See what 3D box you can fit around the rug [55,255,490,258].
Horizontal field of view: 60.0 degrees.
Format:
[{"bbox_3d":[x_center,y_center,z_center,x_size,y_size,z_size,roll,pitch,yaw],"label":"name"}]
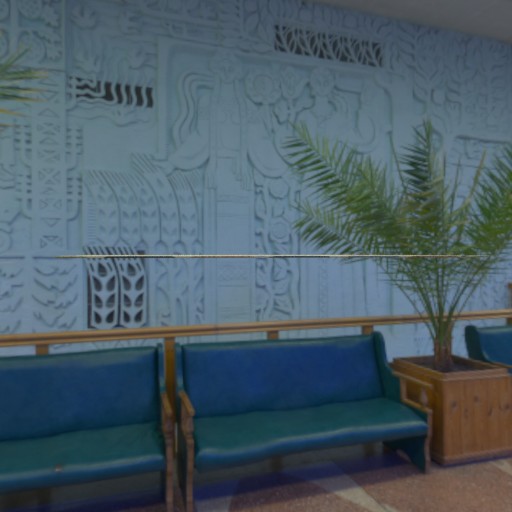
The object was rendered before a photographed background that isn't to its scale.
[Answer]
[{"bbox_3d":[0.000,0.000,4.240,3.200,0.013,2.439,0,0,-16],"label":"rug"}]
